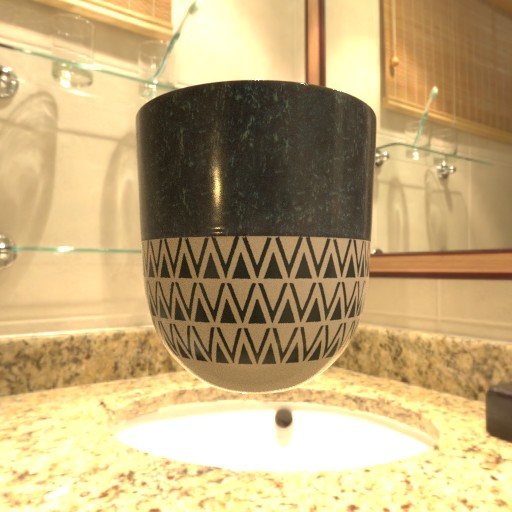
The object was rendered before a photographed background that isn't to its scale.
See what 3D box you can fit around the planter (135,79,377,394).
[{"bbox_3d":[0.000,0.000,0.368,0.195,0.214,0.195,0,-1,0],"label":"planter"}]
